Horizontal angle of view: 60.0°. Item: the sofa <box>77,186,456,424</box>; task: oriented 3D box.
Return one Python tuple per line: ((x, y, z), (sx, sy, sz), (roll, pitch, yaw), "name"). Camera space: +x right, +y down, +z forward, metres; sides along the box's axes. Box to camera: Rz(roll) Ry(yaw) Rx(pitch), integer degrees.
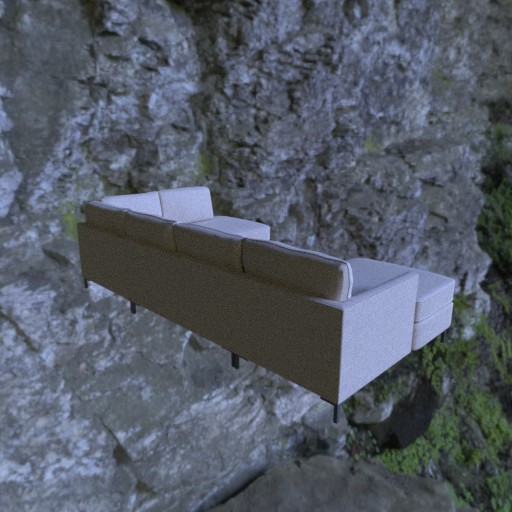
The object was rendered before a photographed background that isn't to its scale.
((0.000, 0.000, 4.287), (3.423, 0.996, 2.021), (15, 22, 43), "sofa")
